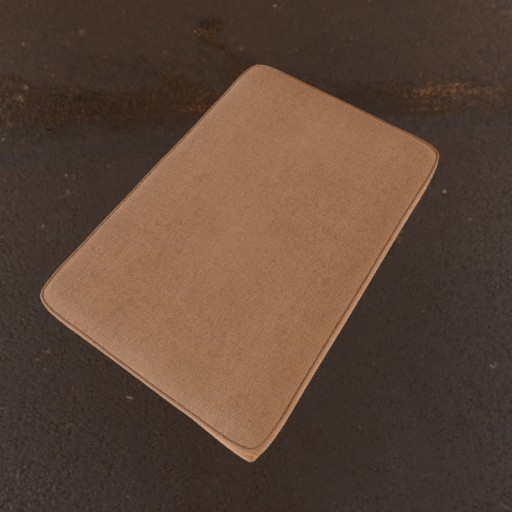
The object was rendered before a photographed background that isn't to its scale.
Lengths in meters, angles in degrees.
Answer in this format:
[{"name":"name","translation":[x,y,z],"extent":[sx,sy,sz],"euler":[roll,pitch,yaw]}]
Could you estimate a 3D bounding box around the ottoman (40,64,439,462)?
[{"name":"ottoman","translation":[0.000,0.000,1.200],"extent":[0.583,0.484,0.862],"euler":[31,68,14]}]
